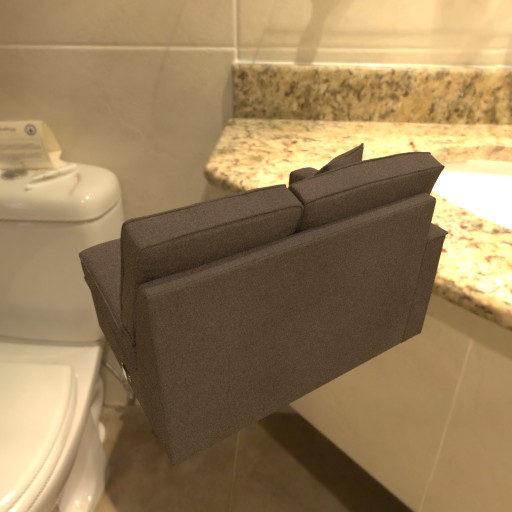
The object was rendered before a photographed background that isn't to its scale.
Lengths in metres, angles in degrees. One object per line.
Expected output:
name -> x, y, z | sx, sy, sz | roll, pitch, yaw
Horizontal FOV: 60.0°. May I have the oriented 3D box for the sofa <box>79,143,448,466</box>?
sofa -> 0.000, 0.000, 2.033 | 1.388, 0.989, 0.991 | -19, 36, -28
